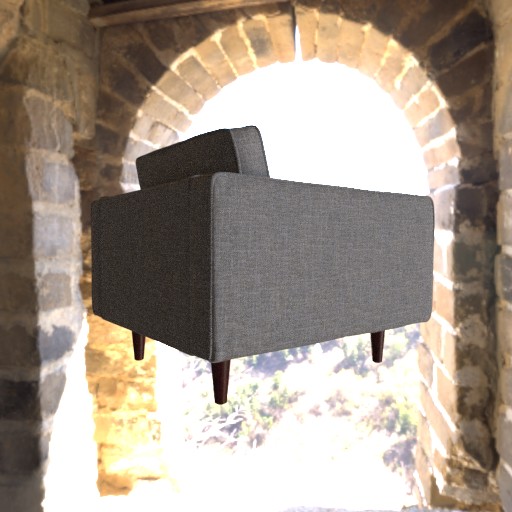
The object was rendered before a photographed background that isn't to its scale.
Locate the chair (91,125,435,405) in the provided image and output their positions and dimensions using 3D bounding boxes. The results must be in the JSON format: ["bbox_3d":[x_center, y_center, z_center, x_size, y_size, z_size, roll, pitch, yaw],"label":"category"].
[{"bbox_3d":[0.000,0.000,1.597,0.914,0.765,0.889,-1,2,-37],"label":"chair"}]
